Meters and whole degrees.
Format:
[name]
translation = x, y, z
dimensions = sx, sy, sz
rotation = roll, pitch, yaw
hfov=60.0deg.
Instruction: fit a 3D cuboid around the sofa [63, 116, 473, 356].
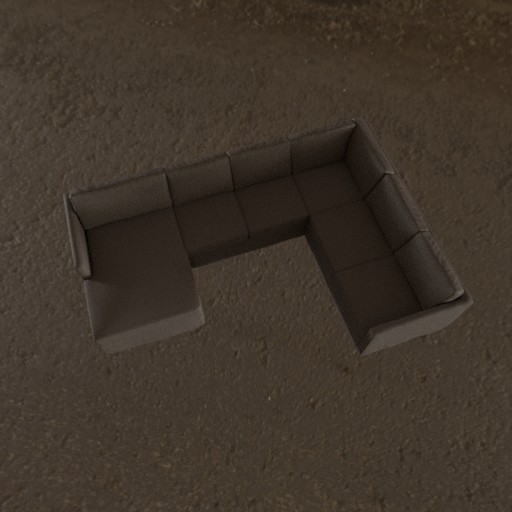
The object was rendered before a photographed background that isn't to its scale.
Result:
[sofa]
translation = 0.000, 0.000, 4.595
dimensions = 3.528, 0.878, 2.476
rotation = -16, 64, -8
